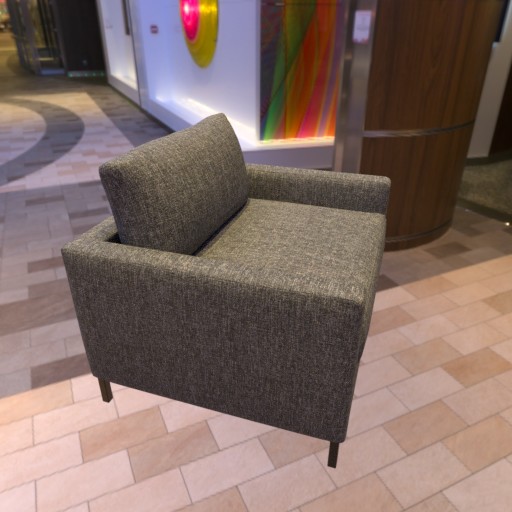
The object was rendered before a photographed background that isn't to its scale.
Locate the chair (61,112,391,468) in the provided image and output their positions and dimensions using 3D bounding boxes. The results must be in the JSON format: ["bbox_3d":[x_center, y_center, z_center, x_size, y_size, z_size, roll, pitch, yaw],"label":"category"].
[{"bbox_3d":[0.000,0.000,1.599,0.866,0.861,0.963,9,30,16],"label":"chair"}]
